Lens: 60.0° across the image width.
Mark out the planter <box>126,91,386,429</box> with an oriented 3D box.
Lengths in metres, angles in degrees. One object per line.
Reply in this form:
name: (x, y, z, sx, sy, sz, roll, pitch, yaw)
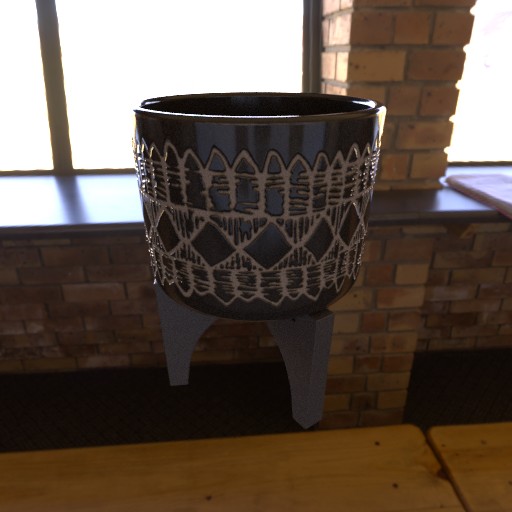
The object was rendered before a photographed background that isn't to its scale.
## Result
planter: (0.000, 0.000, 0.399, 0.196, 0.264, 0.196, -17, 30, -33)
